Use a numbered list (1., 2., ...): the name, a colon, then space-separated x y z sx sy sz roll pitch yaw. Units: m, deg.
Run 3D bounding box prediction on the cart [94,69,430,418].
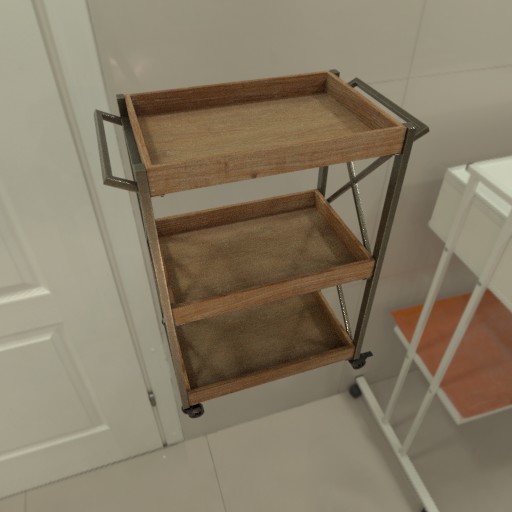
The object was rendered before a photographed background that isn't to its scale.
1. cart: 0.000 0.000 1.230 0.673 0.835 0.377 -12 42 -14
